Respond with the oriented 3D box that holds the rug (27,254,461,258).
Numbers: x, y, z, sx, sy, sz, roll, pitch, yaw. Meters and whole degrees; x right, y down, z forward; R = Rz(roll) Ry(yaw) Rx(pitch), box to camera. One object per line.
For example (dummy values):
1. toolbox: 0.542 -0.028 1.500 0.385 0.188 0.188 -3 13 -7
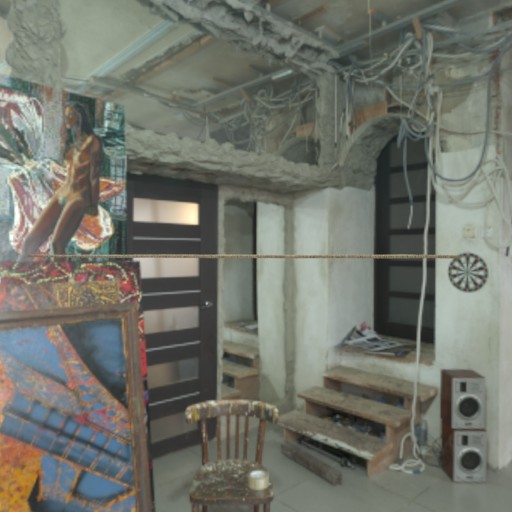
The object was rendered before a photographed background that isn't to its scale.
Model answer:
1. rug: 0.000 0.000 2.327 1.822 0.018 1.211 0 0 18
